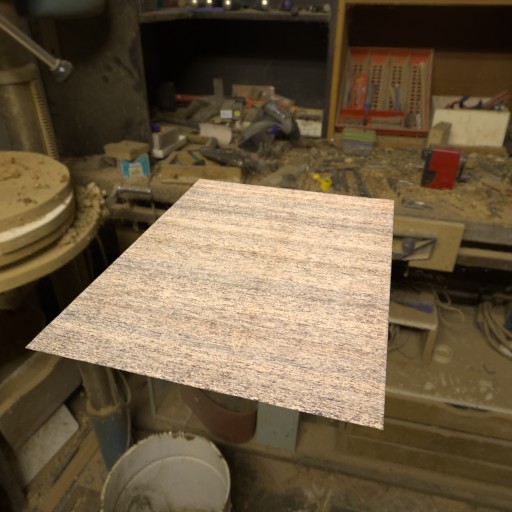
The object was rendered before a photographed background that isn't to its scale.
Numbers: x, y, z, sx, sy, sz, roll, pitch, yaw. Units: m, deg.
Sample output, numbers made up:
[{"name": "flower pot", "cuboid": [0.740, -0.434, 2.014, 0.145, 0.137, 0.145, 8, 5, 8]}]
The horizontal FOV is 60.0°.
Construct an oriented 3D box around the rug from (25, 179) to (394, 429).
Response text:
[{"name": "rug", "cuboid": [0.000, 0.000, 4.101, 2.414, 0.036, 3.199, 9, 33, 13]}]
